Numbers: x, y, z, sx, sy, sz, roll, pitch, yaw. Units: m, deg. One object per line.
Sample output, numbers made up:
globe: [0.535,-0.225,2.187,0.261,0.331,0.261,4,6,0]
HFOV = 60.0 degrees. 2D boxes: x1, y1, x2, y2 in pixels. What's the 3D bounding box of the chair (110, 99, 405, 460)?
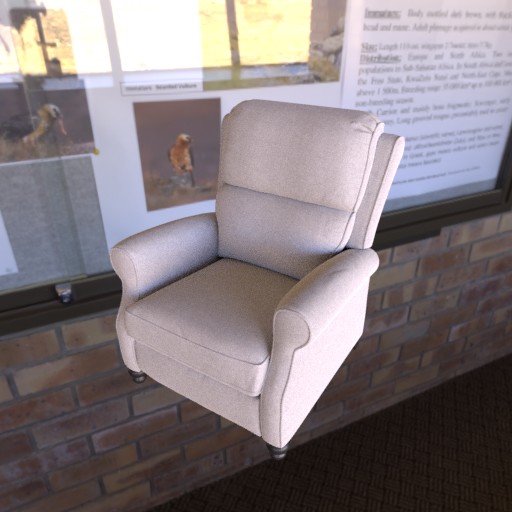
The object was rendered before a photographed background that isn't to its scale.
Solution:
chair: [0.000,0.000,1.758,0.859,1.046,0.919,17,33,28]
